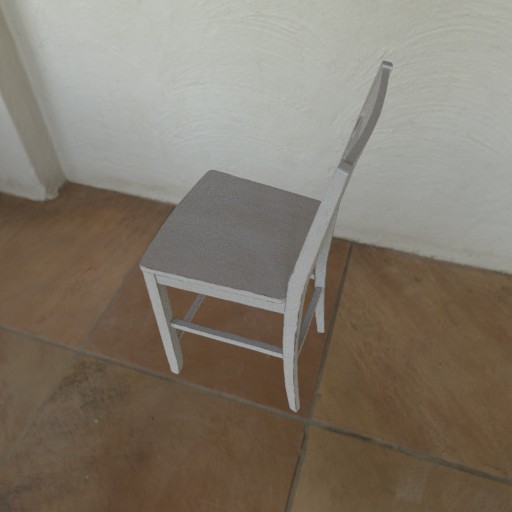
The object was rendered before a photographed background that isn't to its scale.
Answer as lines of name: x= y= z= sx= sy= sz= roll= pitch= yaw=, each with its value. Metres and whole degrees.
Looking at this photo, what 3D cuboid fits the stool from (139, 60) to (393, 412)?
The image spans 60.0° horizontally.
stool: x=0.000 y=0.000 z=1.350 sx=0.539 sy=1.079 sz=0.462 roll=16 pitch=49 yaw=14
